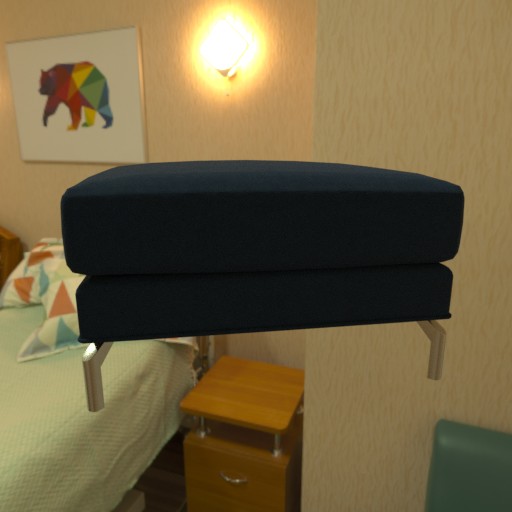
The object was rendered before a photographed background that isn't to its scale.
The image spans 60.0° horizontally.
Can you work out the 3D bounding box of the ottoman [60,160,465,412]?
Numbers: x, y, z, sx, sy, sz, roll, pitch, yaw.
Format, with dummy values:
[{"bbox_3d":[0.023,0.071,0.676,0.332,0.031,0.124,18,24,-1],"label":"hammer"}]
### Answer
[{"bbox_3d":[0.000,0.000,1.196,0.835,0.498,0.587,-2,15,-9],"label":"ottoman"}]
